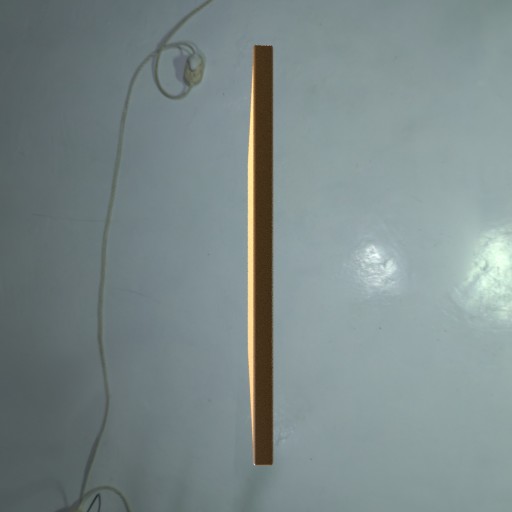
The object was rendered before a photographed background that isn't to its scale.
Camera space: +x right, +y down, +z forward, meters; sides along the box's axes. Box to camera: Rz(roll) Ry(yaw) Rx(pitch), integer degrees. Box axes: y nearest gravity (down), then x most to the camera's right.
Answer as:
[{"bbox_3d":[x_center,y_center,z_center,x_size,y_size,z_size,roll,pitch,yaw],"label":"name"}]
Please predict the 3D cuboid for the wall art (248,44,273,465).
[{"bbox_3d":[0.000,0.000,0.515,0.015,0.379,0.310,0,90,-2],"label":"wall art"}]
